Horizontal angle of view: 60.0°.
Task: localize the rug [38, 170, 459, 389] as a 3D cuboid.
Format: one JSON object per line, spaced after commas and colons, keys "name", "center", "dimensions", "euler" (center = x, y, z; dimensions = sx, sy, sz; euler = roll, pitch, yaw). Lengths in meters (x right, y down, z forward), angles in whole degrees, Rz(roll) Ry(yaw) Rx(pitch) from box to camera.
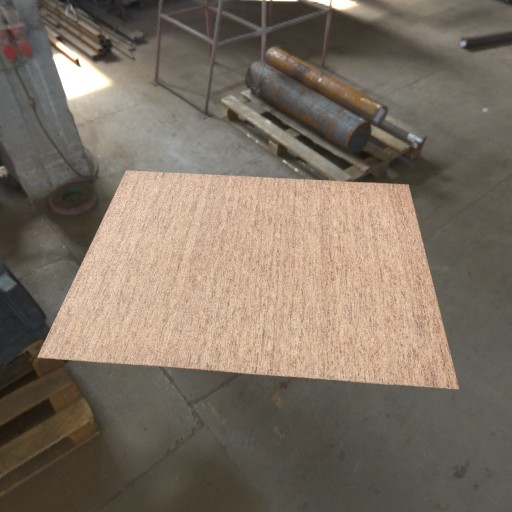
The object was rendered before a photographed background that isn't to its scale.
{"name": "rug", "center": [0.000, 0.000, 4.185], "dimensions": [3.205, 0.013, 2.448], "euler": [3, 47, 3]}
